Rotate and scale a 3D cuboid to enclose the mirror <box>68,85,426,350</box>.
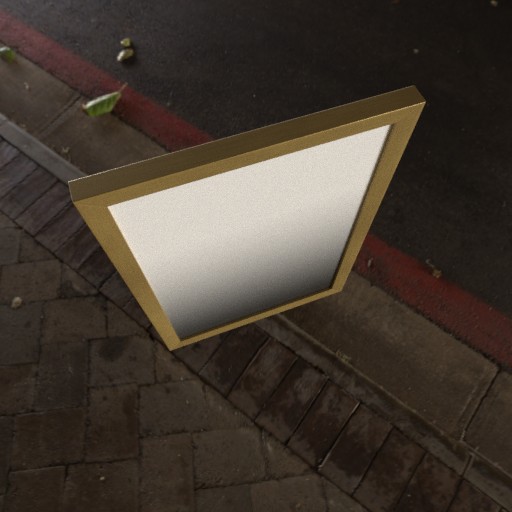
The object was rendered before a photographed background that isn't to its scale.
[{"bbox_3d":[0.000,0.000,0.923,0.507,0.710,0.040,-18,64,-9],"label":"mirror"}]
